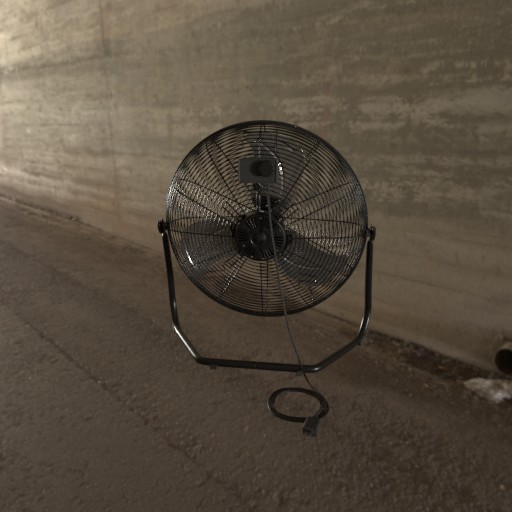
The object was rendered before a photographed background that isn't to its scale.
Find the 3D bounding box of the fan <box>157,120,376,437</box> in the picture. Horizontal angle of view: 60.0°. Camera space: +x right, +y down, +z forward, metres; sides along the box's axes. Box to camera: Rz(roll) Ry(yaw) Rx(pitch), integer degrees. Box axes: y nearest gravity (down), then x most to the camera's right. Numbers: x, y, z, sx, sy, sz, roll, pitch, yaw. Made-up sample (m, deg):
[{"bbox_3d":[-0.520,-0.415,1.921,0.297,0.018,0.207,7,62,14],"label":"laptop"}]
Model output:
[{"bbox_3d":[0.000,0.000,1.025,0.595,0.605,0.470,2,16,8],"label":"fan"}]
